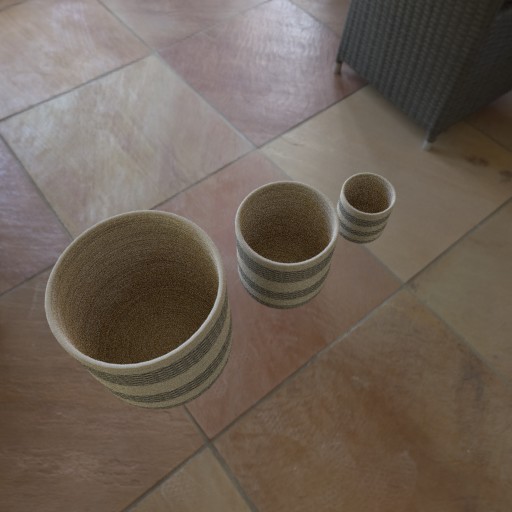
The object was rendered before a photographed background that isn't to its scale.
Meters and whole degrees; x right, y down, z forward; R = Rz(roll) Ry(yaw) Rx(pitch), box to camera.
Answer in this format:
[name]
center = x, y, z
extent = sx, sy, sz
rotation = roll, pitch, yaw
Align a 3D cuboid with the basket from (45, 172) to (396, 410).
[basket]
center = 0.000, 0.000, 1.093
extent = 0.917, 0.356, 0.351
rotation = -31, 64, -17
